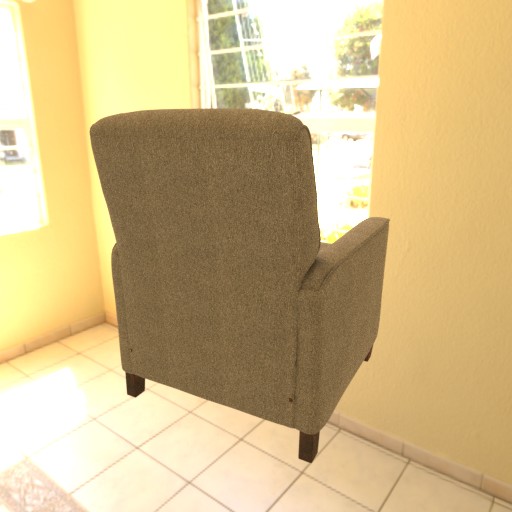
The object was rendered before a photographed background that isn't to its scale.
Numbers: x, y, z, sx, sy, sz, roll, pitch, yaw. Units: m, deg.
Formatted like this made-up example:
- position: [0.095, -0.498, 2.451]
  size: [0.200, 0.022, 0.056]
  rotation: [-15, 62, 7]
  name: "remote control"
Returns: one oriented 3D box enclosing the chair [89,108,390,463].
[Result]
- position: [0.000, 0.000, 1.648]
  size: [0.841, 1.028, 0.858]
  rotation: [9, 19, 26]
  name: "chair"
